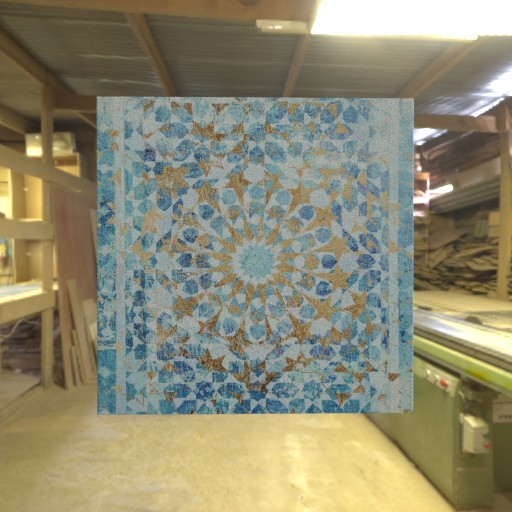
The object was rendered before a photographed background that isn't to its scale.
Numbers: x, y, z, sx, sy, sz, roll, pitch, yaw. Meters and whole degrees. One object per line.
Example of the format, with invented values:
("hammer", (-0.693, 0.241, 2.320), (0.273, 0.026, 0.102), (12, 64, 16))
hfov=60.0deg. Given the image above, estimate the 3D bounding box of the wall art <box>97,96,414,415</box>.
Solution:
("wall art", (0.000, 0.000, 0.871), (0.609, 0.609, 0.040), (0, 0, -1))
